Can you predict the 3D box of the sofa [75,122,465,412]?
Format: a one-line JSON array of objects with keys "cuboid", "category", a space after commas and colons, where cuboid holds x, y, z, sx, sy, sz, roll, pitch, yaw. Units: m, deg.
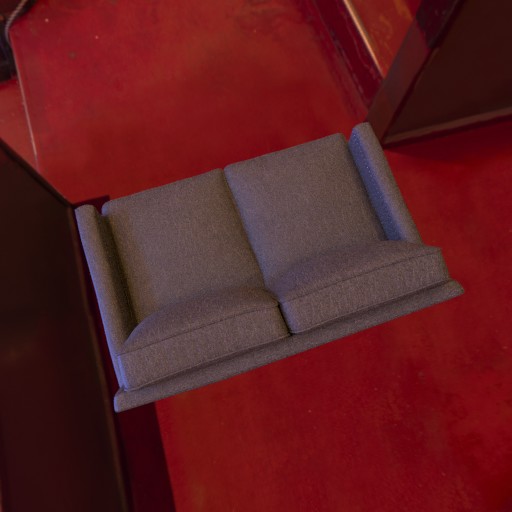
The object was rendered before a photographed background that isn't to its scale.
[{"cuboid": [0.000, 0.000, 2.261, 1.597, 1.003, 1.084, -18, 74, -5], "category": "sofa"}]
